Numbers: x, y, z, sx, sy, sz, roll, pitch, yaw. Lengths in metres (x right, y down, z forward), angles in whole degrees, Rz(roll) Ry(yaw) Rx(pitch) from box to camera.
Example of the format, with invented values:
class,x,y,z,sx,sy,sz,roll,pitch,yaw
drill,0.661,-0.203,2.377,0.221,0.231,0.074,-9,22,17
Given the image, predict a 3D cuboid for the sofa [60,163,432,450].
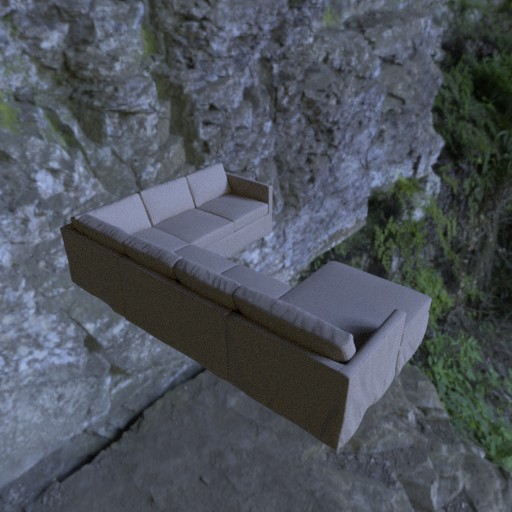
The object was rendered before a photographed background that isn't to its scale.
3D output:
class,x,y,z,sx,sy,sz,roll,pitch,yaw
sofa,0.000,0.000,4.695,3.528,0.878,2.476,22,36,33
